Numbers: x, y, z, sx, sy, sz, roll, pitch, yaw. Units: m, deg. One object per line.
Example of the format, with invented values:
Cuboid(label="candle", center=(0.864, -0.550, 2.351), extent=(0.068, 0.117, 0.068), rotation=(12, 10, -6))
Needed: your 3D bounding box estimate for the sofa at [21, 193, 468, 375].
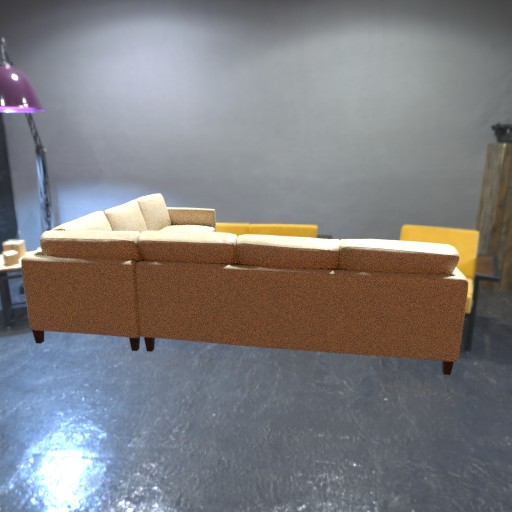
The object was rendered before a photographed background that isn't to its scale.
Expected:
Cuboid(label="sofa", center=(0.000, 0.000, 4.416), extent=(3.302, 0.947, 2.593), rotation=(2, 15, 9))
